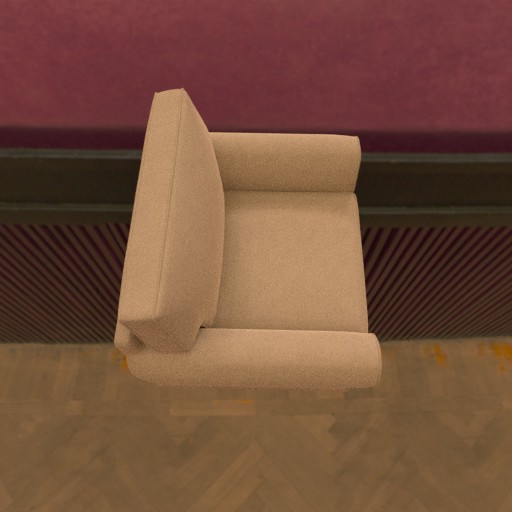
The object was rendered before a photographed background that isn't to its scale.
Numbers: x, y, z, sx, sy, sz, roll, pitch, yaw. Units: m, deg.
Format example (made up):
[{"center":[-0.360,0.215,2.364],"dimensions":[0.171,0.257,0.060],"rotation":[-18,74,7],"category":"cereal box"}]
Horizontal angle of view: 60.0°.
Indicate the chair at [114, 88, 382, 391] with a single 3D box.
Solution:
[{"center":[0.000,0.000,1.772],"dimensions":[0.863,0.955,1.040],"rotation":[1,64,1],"category":"chair"}]
